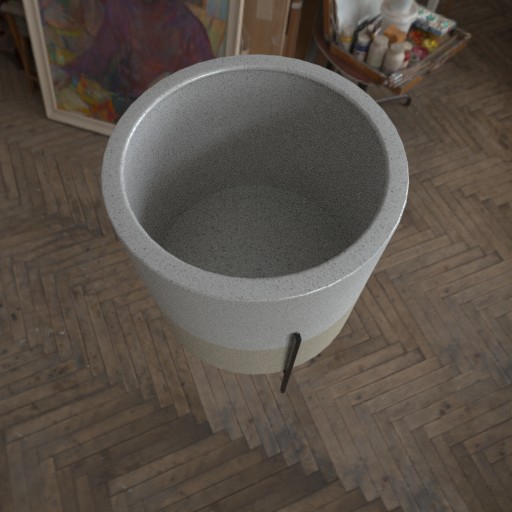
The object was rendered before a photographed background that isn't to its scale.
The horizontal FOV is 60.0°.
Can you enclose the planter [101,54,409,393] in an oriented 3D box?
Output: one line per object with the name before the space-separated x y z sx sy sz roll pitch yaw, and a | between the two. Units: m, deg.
planter | 0.000 0.000 0.727 0.359 0.484 0.368 -15 64 -7
